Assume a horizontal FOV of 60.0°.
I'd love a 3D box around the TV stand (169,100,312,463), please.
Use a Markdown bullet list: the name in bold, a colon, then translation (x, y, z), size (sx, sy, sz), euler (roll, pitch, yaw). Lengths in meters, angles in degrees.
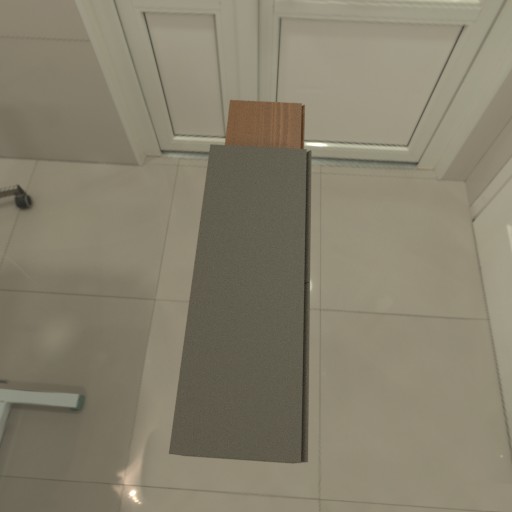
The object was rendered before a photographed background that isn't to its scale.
- **TV stand**: translation (0.000, 0.000, 1.593), size (0.329, 0.591, 1.336), euler (3, 65, 2)
